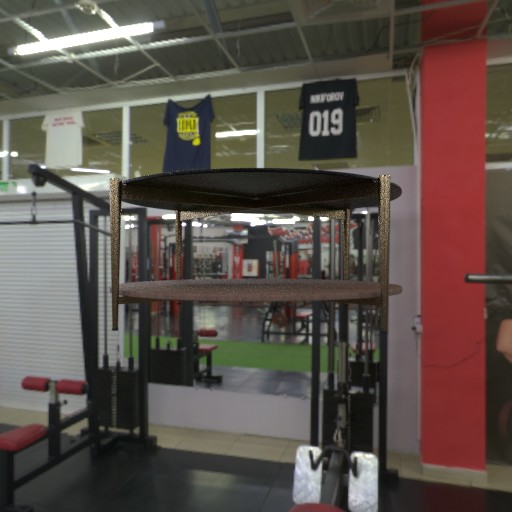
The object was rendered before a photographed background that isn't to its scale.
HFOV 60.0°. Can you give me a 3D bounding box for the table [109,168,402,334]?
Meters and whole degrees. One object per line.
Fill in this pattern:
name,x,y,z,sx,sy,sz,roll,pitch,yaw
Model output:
table,0.000,0.000,1.497,0.938,0.400,0.938,0,-1,19
